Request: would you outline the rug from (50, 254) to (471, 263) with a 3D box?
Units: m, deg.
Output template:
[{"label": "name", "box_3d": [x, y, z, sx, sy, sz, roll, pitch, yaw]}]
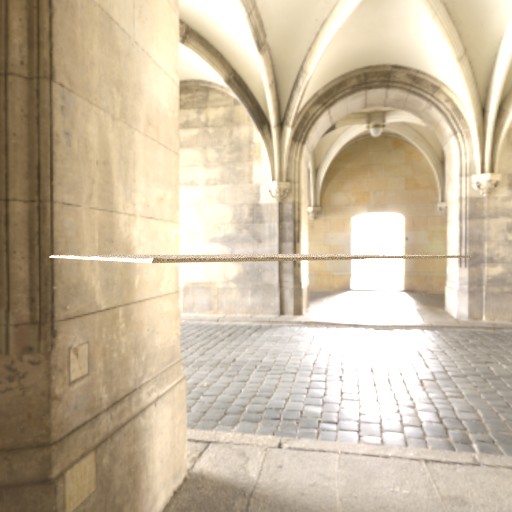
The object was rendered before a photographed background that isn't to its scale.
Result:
[{"label": "rug", "box_3d": [0.000, 0.000, 4.091, 3.052, 0.030, 2.429, 0, 1, -36]}]
